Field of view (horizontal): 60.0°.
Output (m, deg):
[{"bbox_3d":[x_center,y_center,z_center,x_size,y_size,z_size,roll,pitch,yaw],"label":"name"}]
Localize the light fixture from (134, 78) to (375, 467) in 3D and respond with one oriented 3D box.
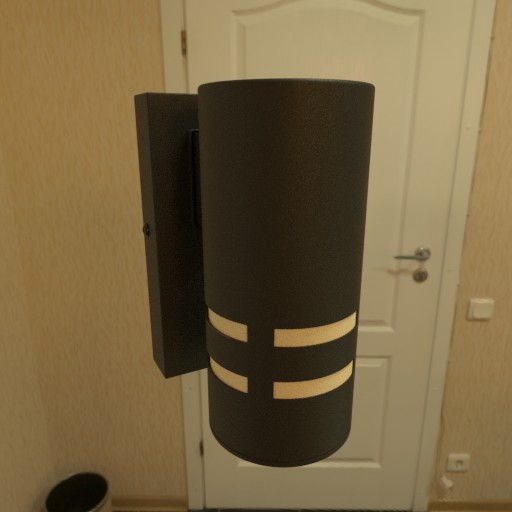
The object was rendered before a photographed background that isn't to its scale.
[{"bbox_3d":[0.000,0.000,0.254,0.098,0.179,0.138,-9,19,-27],"label":"light fixture"}]
